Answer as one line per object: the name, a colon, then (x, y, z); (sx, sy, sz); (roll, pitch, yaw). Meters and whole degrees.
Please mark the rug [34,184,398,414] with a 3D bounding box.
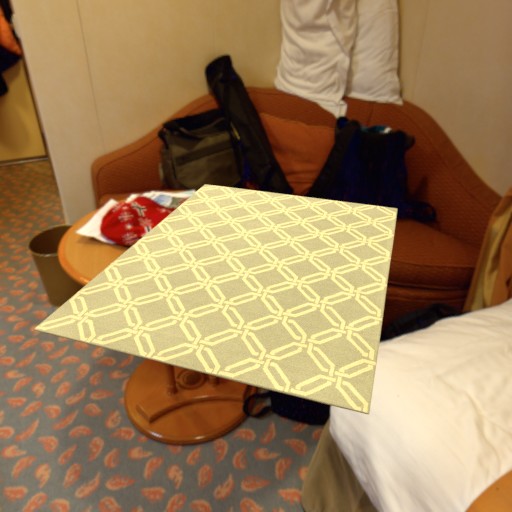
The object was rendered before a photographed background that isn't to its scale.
rug: (0.000, 0.000, 3.948); (2.288, 0.018, 2.895); (10, 32, 16)
